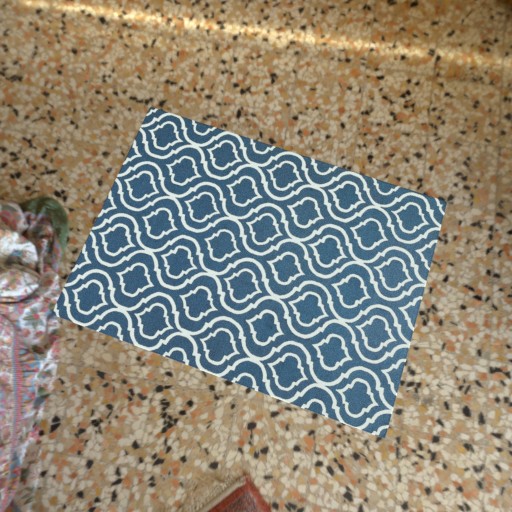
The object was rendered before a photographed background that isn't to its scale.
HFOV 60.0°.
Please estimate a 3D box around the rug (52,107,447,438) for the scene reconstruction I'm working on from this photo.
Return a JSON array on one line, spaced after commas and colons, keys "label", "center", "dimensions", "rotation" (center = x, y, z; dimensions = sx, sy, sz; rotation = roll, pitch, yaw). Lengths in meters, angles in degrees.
[{"label": "rug", "center": [0.000, 0.000, 4.457], "dimensions": [3.353, 0.010, 2.438], "rotation": [19, 76, 5]}]
